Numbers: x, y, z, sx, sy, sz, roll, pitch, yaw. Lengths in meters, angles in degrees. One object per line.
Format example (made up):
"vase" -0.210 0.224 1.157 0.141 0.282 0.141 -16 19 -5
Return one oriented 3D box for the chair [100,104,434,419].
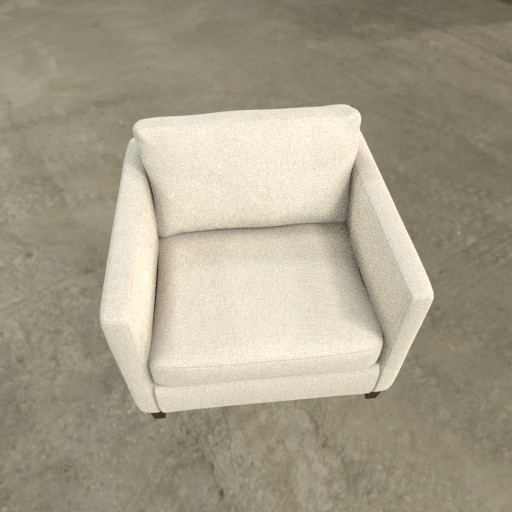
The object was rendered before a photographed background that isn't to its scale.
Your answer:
"chair" 0.000 0.000 1.739 0.996 0.919 0.959 -4 48 -4
